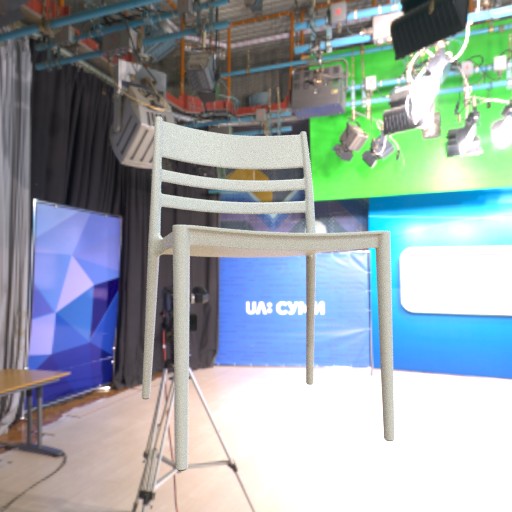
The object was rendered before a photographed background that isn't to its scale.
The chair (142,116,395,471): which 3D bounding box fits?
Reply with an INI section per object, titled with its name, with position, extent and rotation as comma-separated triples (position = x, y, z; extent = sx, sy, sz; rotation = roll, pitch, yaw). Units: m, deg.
[chair]
position = 0.000, 0.000, 1.128
extent = 0.531, 0.800, 0.511
rotation = 0, -2, -18
